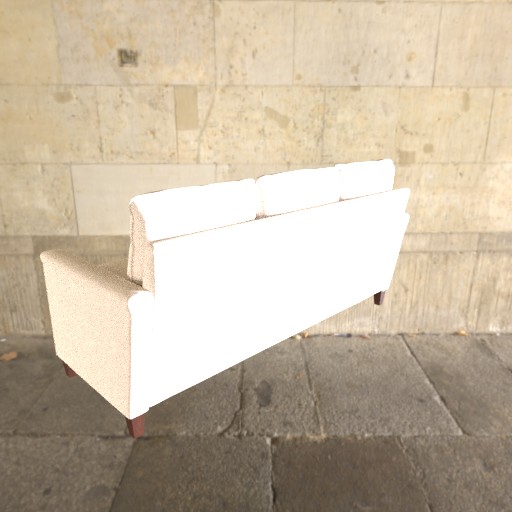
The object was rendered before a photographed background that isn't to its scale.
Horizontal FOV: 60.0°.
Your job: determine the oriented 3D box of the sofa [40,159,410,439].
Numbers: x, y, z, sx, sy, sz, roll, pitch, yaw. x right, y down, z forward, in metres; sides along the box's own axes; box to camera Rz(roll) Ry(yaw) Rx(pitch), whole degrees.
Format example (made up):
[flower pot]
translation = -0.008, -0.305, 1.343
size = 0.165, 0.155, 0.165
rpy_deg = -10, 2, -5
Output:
[sofa]
translation = 0.000, 0.000, 2.373
size = 1.925, 0.961, 0.828
rpy_deg = -16, 24, -42
